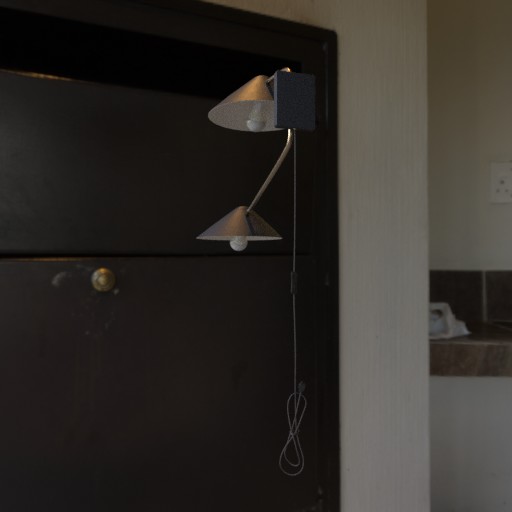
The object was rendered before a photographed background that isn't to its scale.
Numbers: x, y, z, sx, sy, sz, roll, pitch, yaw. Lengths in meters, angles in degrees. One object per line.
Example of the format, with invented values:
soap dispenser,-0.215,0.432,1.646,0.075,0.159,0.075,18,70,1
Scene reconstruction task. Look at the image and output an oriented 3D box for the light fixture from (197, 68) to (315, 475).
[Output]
light fixture,0.000,0.000,0.857,0.189,0.665,0.422,0,-1,-18
